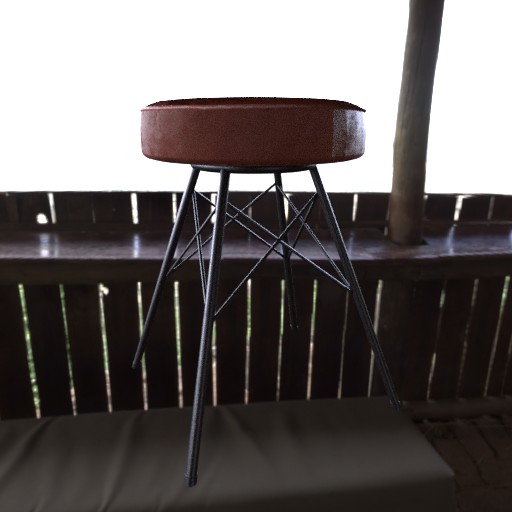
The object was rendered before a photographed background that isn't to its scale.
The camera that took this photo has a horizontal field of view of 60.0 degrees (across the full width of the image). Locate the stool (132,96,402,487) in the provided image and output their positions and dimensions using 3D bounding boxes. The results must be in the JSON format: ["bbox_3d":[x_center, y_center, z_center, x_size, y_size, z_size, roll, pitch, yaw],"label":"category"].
[{"bbox_3d":[0.000,0.000,0.892,0.457,0.593,0.421,-8,18,-25],"label":"stool"}]
